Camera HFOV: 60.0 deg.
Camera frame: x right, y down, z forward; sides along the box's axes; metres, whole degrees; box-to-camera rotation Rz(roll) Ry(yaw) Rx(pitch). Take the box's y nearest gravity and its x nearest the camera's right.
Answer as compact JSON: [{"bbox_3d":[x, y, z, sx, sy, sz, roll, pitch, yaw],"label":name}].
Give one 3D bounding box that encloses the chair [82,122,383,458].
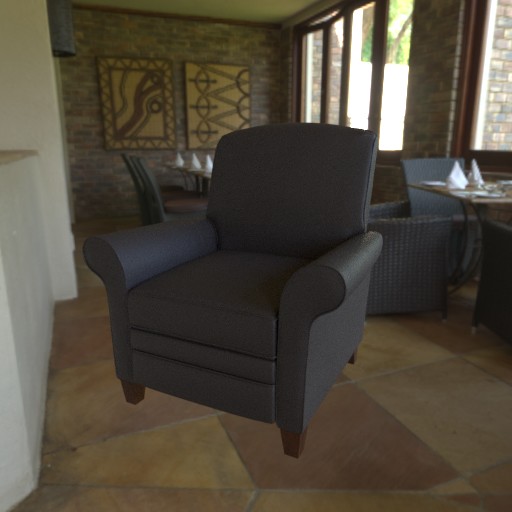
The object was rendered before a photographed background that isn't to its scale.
[{"bbox_3d":[0.000,0.000,1.786,0.978,1.061,0.902,7,16,26],"label":"chair"}]
